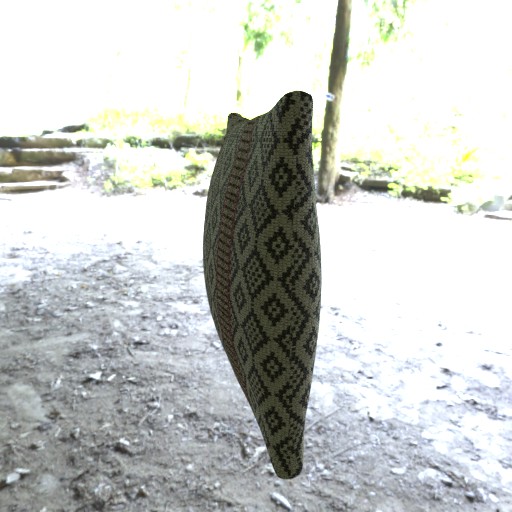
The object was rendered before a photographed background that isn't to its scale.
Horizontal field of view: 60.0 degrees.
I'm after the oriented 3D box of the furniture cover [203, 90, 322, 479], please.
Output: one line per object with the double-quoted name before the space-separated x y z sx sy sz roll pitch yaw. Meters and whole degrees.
"furniture cover" 0.000 0.000 0.777 0.182 0.506 0.503 -3 16 -11
